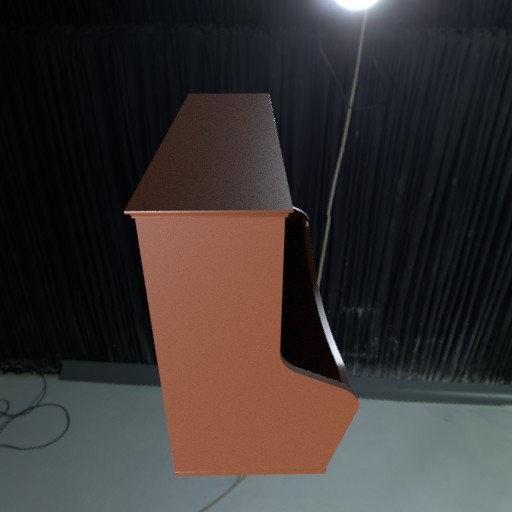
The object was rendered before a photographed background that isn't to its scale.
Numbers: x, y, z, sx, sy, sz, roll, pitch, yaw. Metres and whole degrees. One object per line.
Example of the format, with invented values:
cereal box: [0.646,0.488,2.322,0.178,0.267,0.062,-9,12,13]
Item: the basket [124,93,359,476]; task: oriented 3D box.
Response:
basket: [0.000,0.000,1.110,0.376,0.625,0.792,-1,31,-1]
